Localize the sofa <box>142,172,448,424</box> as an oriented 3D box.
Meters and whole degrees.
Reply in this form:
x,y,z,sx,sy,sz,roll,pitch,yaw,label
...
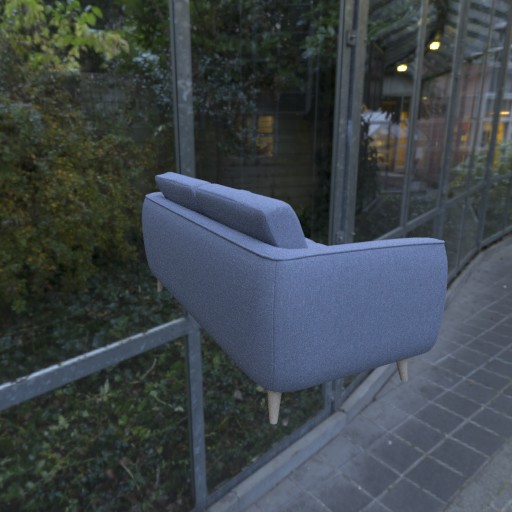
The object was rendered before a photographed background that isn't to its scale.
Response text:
x,y,z,sx,sy,sz,roll,pitch,yaw,label
0.000,0.000,2.607,0.920,0.870,2.000,-8,17,-26,sofa
